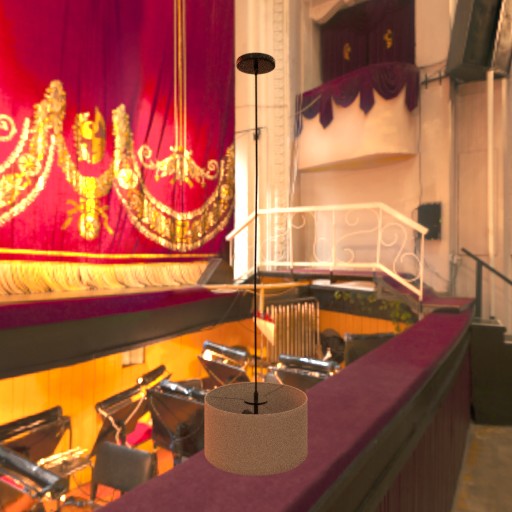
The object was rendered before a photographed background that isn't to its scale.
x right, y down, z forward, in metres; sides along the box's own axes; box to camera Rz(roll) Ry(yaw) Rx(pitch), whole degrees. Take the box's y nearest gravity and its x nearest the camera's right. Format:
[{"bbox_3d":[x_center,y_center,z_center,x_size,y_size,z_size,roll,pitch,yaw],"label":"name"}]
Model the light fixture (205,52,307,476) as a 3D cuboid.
[{"bbox_3d":[0.000,0.000,1.726,0.399,1.516,0.399,0,0,0],"label":"light fixture"}]
